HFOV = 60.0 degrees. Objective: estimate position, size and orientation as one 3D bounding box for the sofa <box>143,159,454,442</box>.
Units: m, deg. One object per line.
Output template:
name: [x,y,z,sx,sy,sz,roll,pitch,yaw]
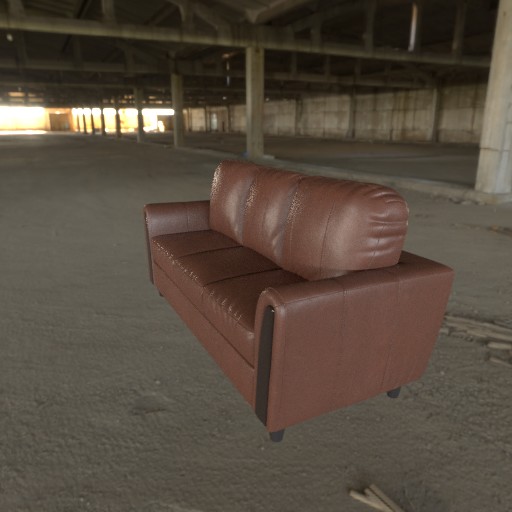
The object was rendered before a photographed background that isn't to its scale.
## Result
sofa: [0.000,0.000,2.357,0.802,0.915,1.862,-8,19,-25]
